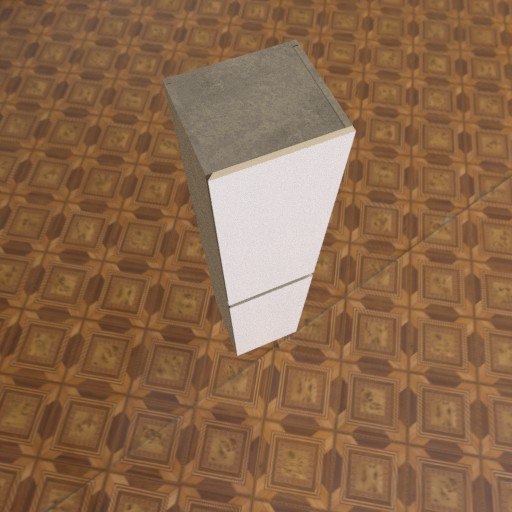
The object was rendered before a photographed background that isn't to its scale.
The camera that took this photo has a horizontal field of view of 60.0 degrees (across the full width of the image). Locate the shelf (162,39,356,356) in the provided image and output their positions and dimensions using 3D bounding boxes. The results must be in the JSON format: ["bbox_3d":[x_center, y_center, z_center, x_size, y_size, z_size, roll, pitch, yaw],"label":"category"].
[{"bbox_3d":[0.000,0.000,1.505,0.300,1.400,0.270,-21,66,-10],"label":"shelf"}]
